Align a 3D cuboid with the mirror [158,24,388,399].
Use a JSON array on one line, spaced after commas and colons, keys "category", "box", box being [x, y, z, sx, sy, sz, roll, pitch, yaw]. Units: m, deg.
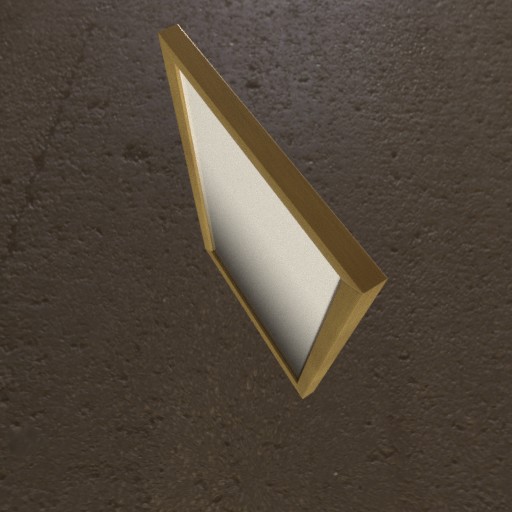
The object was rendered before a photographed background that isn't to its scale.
[{"category": "mirror", "box": [0.000, 0.000, 0.903, 0.040, 0.710, 0.507, -29, 67, -14]}]
